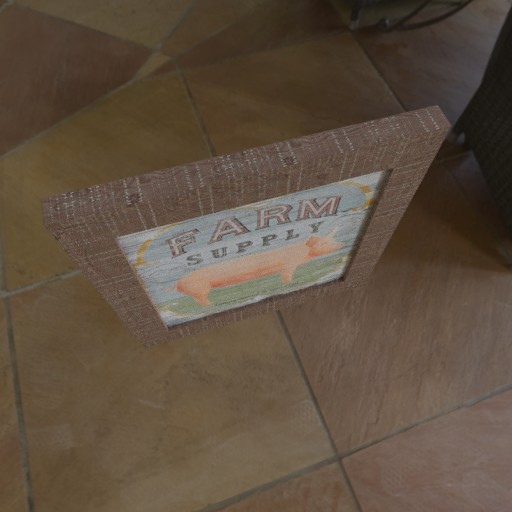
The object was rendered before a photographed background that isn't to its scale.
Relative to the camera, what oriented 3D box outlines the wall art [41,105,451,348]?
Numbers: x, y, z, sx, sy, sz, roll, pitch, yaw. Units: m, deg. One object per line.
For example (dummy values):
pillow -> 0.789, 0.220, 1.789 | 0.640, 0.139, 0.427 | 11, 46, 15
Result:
wall art -> 0.000, 0.000, 0.798 | 0.531, 0.531, 0.040 | -15, 64, -8
